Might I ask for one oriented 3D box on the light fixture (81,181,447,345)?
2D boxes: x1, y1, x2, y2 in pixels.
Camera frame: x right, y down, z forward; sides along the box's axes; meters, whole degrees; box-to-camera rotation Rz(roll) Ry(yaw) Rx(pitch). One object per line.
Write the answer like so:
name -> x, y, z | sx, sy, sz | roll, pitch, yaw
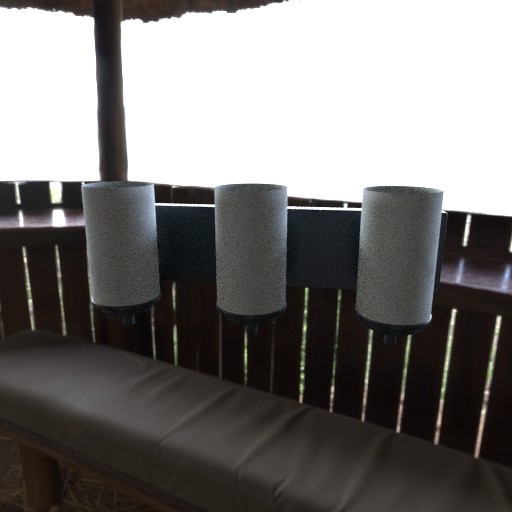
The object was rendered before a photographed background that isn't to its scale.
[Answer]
light fixture -> 0.000, 0.000, 0.533 | 0.451, 0.172, 0.145 | 2, 15, 9
